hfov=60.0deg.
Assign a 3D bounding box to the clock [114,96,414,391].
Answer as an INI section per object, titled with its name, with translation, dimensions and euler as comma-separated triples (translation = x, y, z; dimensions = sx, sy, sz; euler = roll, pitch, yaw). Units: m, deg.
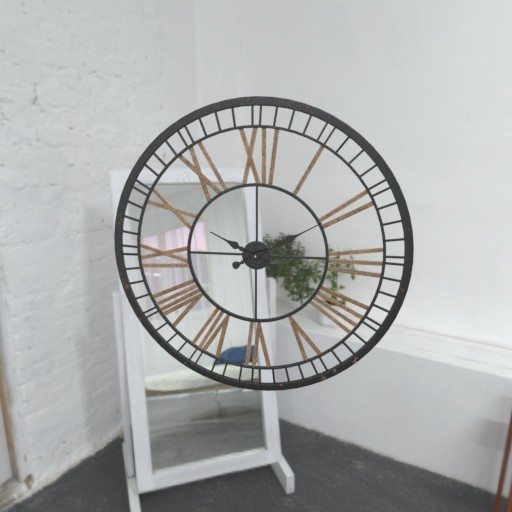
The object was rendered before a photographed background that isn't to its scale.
[clock]
translation = 0.000, 0.000, 1.237
dimensions = 0.843, 0.843, 0.025
euler = 2, 15, 9
